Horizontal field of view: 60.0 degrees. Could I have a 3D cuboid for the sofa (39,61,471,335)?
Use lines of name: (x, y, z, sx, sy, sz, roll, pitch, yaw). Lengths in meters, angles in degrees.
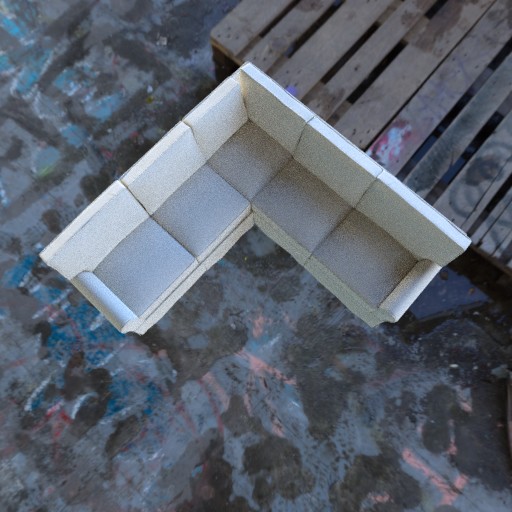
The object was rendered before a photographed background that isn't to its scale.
sofa: (0.000, 0.000, 4.016, 2.597, 1.070, 2.591, 42, 80, 10)
